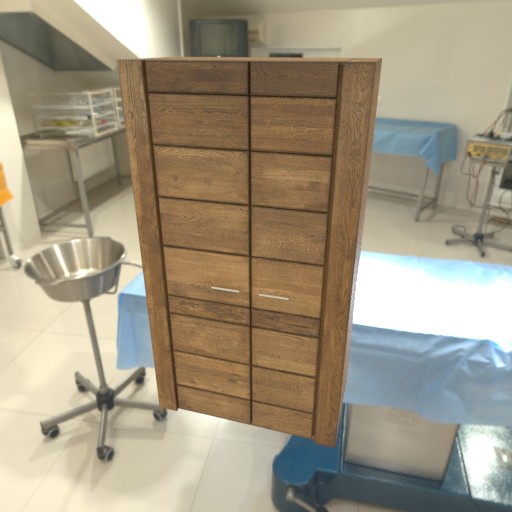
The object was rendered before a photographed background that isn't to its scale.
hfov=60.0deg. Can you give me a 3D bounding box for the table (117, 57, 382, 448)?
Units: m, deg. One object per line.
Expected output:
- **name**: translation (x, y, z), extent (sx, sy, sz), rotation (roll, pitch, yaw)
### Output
- **table**: translation (0.000, 0.000, 2.461), extent (1.100, 2.000, 0.600), rotation (7, 26, 15)
